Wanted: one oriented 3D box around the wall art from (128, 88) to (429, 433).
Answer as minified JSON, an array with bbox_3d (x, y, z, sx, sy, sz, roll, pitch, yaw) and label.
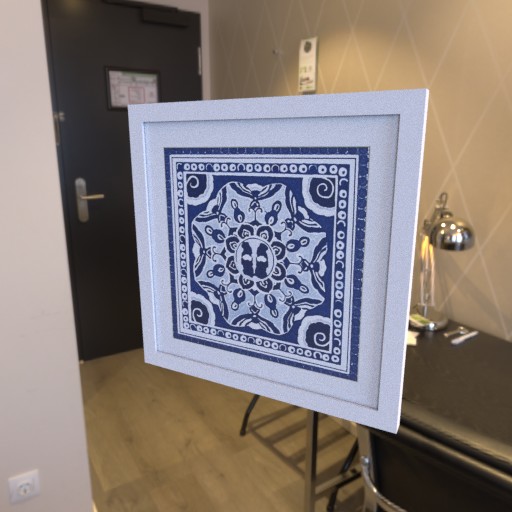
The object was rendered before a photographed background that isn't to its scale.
[{"bbox_3d":[0.000,0.000,0.832,0.559,0.559,0.028,7,16,27],"label":"wall art"}]
